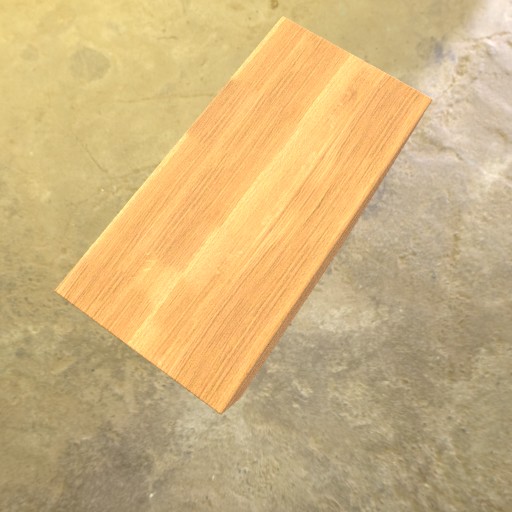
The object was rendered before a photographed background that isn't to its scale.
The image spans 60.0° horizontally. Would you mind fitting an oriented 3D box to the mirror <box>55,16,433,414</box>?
[{"bbox_3d":[0.000,0.000,1.399,0.400,1.000,0.800,34,77,9],"label":"mirror"}]
